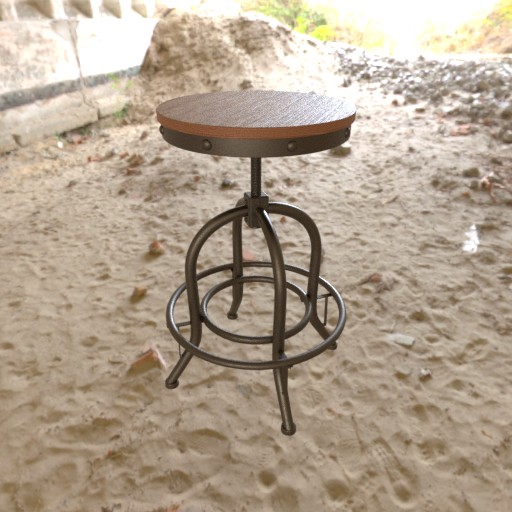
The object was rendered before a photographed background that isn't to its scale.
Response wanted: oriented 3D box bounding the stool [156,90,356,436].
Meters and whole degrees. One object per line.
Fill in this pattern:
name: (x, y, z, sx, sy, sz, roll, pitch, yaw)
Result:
stool: (0.000, 0.000, 0.932, 0.439, 0.609, 0.439, -9, 30, -16)
